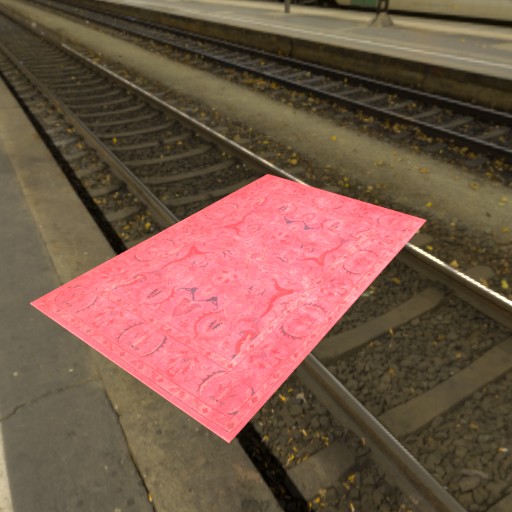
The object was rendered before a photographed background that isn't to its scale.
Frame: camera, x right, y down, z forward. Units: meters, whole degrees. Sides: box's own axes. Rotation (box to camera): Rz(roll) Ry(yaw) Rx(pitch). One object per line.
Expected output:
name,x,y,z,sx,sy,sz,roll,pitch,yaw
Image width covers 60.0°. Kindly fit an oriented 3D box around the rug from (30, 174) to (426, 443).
rug,0.000,0.000,3.056,1.534,0.010,2.423,22,39,30
